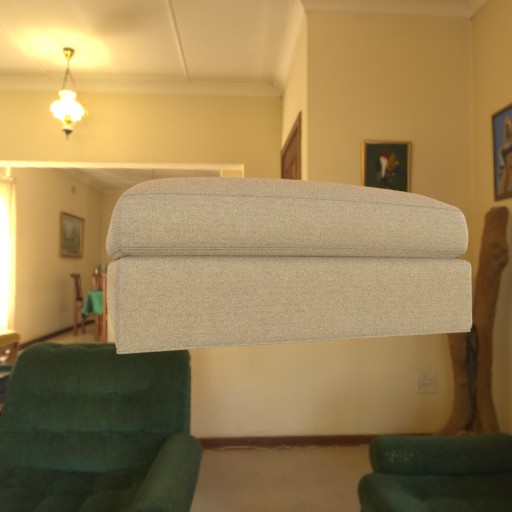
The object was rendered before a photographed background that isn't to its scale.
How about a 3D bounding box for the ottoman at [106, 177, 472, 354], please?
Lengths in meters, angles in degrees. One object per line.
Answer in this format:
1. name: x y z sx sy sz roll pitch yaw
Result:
1. ottoman: 0.000 0.000 1.637 1.041 0.470 1.041 0 -1 -20
